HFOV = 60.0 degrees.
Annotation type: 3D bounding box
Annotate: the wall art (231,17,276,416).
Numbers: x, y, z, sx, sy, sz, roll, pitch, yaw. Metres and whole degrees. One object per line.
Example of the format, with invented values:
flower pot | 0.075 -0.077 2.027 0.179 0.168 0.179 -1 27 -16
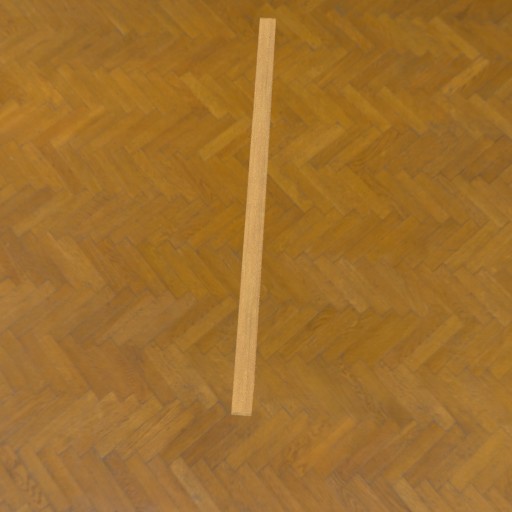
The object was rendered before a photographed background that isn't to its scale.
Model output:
wall art | 0.000 0.000 0.757 0.020 0.561 0.460 3 76 1
